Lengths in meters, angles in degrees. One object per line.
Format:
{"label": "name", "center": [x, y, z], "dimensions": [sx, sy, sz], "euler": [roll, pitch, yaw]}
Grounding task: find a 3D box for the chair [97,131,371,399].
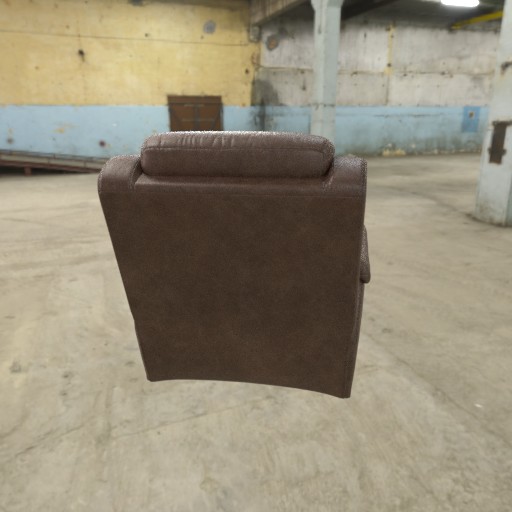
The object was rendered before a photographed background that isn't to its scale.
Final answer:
{"label": "chair", "center": [0.000, 0.000, 1.807], "dimensions": [0.940, 0.990, 1.067], "euler": [2, 17, 8]}
